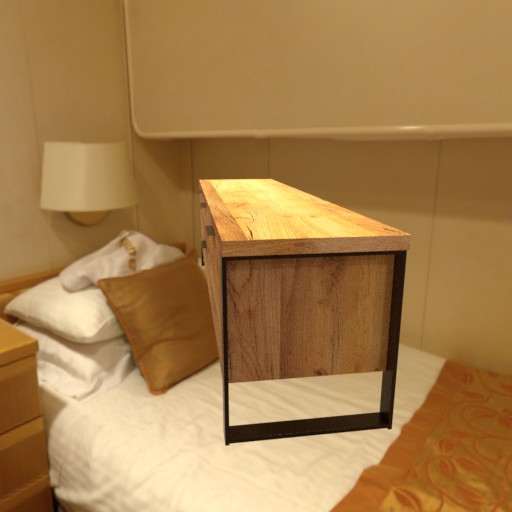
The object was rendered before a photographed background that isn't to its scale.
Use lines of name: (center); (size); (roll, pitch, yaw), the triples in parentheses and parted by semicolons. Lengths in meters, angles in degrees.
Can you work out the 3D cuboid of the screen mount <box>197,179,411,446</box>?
screen mount: (0.000, 0.000, 1.642); (0.395, 0.450, 1.524); (-2, 14, -8)
